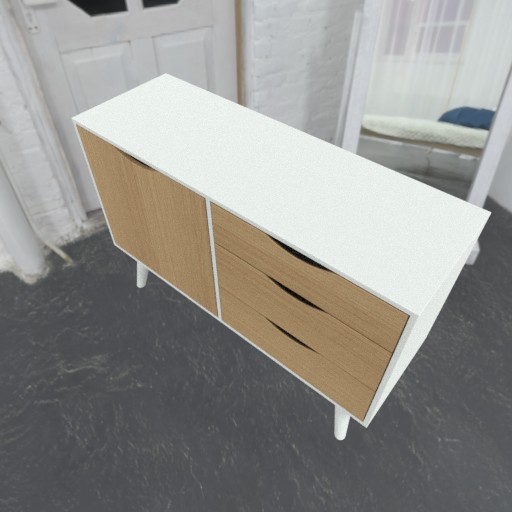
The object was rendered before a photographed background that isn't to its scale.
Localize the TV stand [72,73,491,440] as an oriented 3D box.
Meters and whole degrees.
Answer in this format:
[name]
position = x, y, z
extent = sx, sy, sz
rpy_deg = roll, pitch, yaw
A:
[TV stand]
position = 0.000, 0.000, 1.559
extent = 1.193, 0.812, 0.406
rpy_deg = 31, 55, 26
